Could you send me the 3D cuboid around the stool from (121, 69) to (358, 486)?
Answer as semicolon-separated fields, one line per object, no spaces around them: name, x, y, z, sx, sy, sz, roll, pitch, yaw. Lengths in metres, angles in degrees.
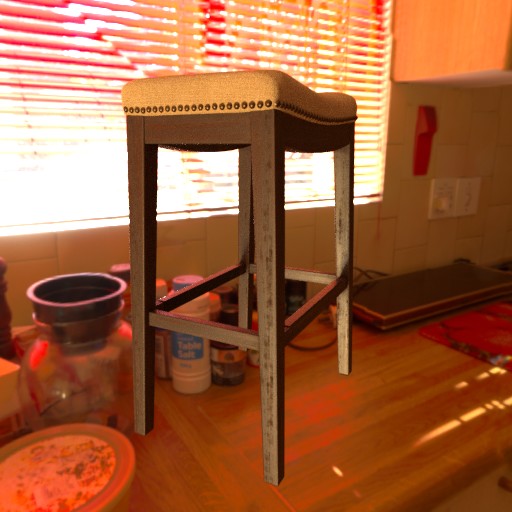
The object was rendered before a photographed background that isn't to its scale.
stool;0.000;0.000;1.060;0.363;0.768;0.509;7;16;27
